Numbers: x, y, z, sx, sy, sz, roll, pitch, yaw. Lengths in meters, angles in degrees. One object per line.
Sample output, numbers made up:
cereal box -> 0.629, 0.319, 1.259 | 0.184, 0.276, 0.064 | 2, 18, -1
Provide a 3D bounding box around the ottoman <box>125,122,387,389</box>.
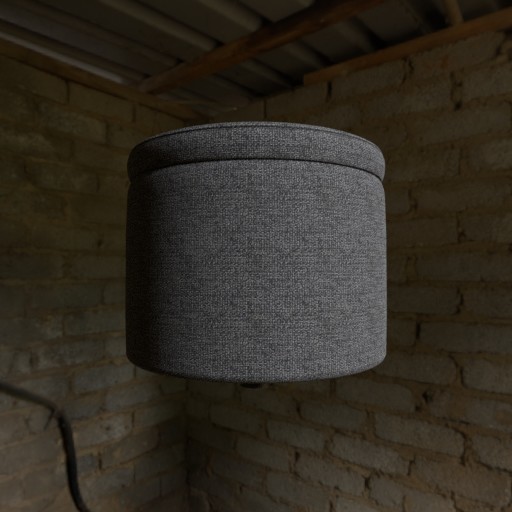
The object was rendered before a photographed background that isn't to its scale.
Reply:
ottoman -> 0.000, 0.000, 0.922 | 0.520, 0.430, 0.520 | 0, -1, 0
